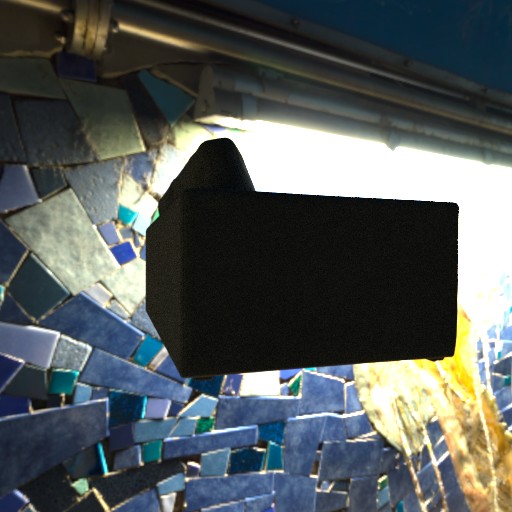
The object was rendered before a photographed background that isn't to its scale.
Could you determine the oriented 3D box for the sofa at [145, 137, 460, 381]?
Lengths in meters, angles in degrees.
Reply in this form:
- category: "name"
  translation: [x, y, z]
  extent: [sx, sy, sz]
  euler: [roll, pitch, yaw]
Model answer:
- category: "sofa"
  translation: [0.000, 0.000, 2.474]
  extent: [1.091, 0.845, 1.909]
  euler: [0, 0, -17]
